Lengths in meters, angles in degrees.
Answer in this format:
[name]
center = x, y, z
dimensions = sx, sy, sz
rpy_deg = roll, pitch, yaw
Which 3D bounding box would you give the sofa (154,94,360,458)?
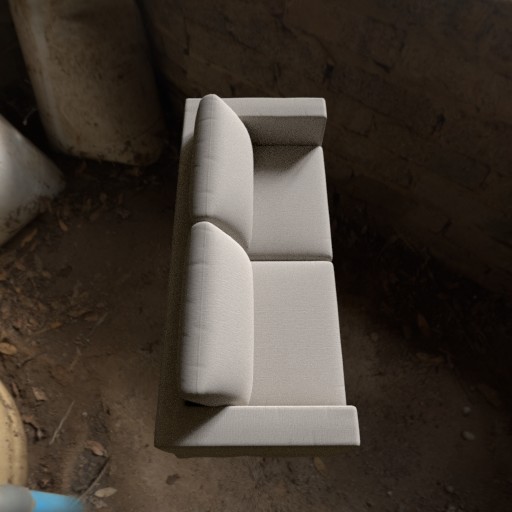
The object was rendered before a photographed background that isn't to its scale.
[sofa]
center = 0.000, 0.000, 2.647
dimensions = 0.954, 0.881, 2.163
rpy_deg = 0, 63, 0
